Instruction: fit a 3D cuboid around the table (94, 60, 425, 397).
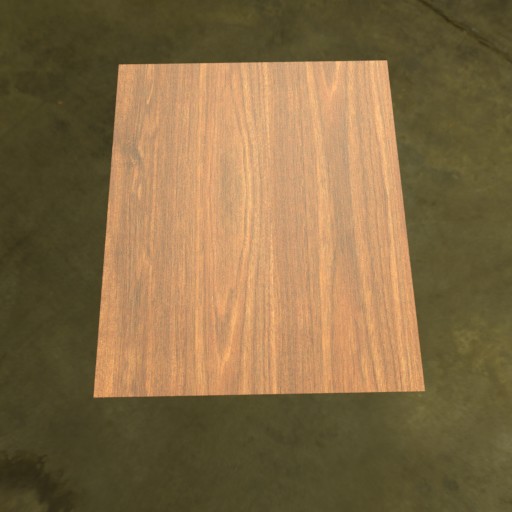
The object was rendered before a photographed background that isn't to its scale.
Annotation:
[{"bbox_3d":[0.000,0.000,1.141,0.559,0.635,0.660,-1,74,0],"label":"table"}]
